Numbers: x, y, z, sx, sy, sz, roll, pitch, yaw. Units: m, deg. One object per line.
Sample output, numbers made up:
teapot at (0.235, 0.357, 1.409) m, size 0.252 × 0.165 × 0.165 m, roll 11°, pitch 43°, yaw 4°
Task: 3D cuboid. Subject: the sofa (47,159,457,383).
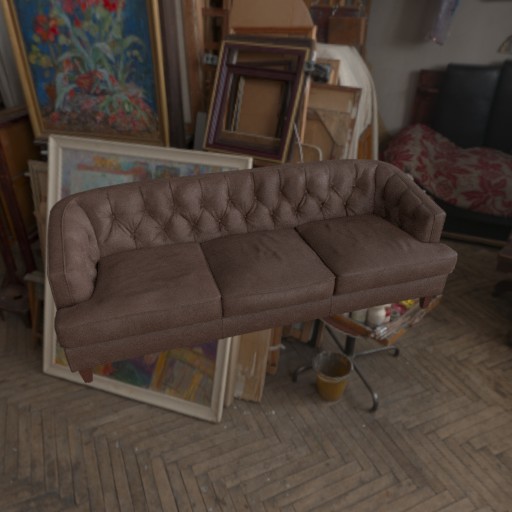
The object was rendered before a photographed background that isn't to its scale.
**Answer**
sofa at (0.000, 0.000, 2.677) m, size 2.227 × 0.787 × 0.927 m, roll -9°, pitch 33°, yaw -15°
